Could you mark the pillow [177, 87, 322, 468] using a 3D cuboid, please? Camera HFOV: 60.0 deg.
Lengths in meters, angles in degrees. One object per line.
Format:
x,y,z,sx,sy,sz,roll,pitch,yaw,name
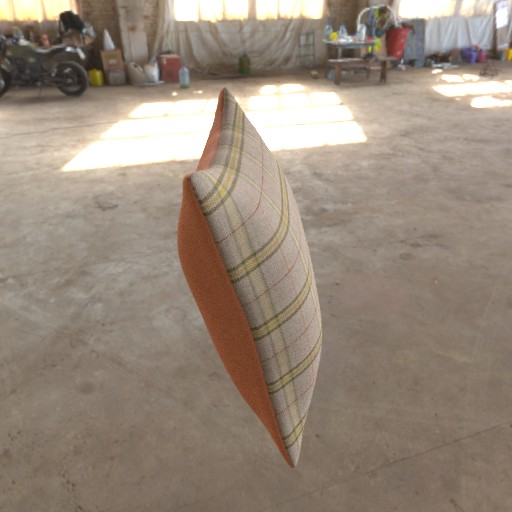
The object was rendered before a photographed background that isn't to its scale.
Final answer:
0.000,0.000,0.697,0.200,0.430,0.453,0,30,1,pillow
